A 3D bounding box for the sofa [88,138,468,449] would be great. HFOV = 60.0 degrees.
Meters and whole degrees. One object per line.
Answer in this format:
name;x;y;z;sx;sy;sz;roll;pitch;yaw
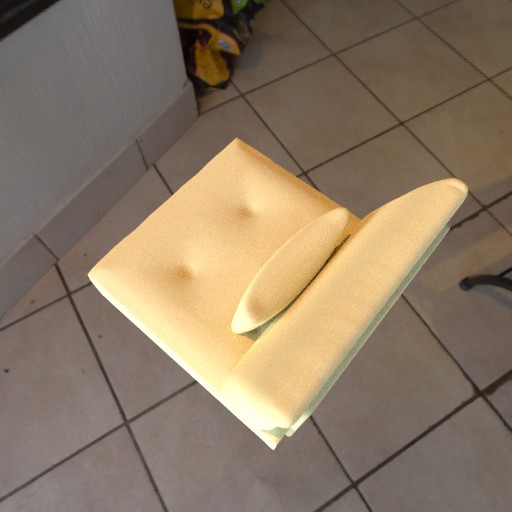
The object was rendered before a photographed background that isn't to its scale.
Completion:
sofa;0.000;0.000;1.682;1.000;0.820;0.930;37;69;17
